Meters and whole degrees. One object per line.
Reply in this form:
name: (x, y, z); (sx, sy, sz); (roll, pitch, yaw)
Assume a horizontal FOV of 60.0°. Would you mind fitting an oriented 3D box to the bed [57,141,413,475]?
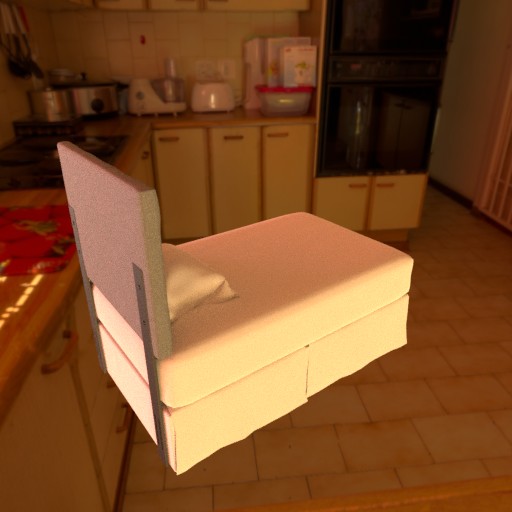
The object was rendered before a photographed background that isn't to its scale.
bed: (0.000, 0.000, 2.958); (1.997, 1.571, 1.261); (-18, 31, -33)
